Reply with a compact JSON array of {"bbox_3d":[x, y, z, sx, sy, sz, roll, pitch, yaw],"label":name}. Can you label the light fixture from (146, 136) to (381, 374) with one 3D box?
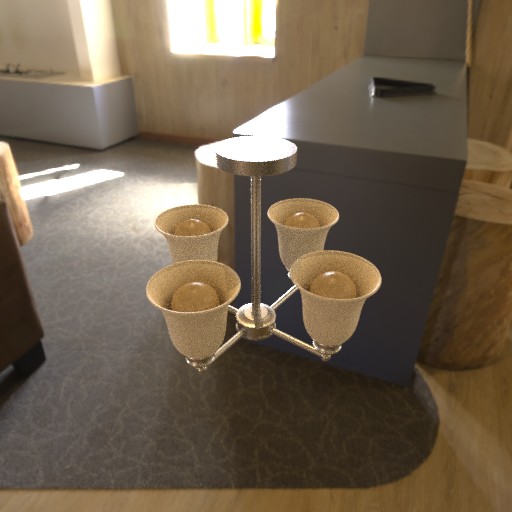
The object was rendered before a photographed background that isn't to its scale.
[{"bbox_3d":[0.000,0.000,0.744,0.427,0.370,0.427,21,37,31],"label":"light fixture"}]
